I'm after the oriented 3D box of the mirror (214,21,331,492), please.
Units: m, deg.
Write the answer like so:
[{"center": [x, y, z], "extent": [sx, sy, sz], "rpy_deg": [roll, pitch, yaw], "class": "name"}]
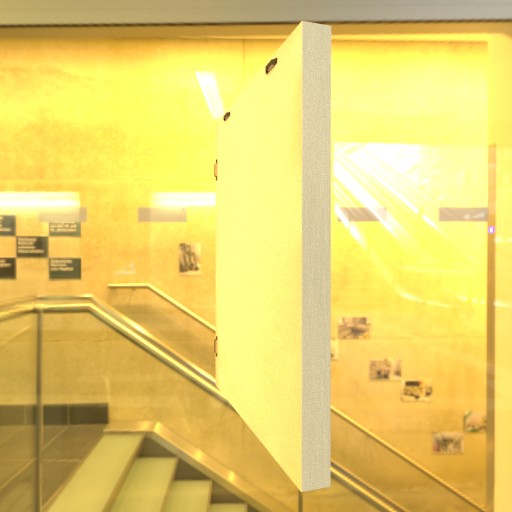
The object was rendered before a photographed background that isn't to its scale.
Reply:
[{"center": [0.000, 0.000, 0.675], "extent": [0.041, 0.509, 0.406], "rpy_deg": [0, 1, -18], "class": "mirror"}]
